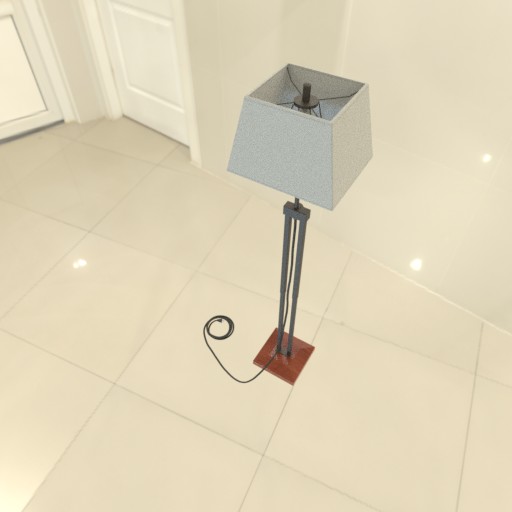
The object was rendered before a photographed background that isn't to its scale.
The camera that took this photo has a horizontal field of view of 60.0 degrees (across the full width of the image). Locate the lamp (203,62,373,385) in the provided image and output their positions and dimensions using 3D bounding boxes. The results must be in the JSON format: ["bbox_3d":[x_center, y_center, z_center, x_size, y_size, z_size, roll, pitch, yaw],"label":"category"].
[{"bbox_3d":[0.000,0.000,2.066,0.745,1.712,0.472,25,52,21],"label":"lamp"}]
